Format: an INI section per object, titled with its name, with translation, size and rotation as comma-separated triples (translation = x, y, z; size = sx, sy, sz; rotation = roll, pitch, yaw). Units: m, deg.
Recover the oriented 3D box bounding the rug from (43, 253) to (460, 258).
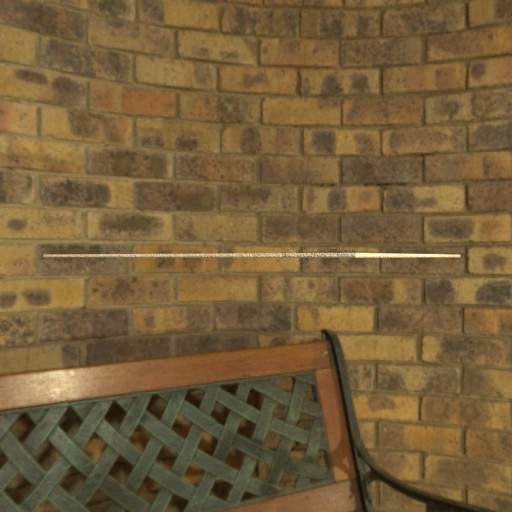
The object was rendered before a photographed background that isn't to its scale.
[rug]
translation = 0.000, 0.000, 4.081
size = 3.000, 0.025, 2.400
rotation = 0, 0, 36
